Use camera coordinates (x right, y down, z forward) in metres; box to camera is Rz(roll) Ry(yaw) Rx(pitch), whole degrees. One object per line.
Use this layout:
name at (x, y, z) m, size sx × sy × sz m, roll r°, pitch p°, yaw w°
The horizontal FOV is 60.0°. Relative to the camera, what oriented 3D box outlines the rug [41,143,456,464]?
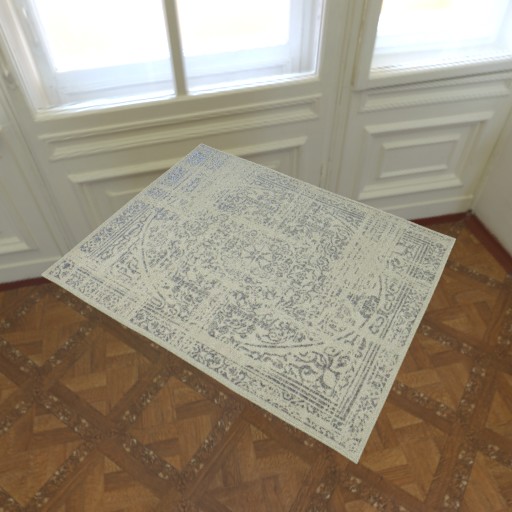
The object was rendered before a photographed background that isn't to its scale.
rug at (0.000, 0.000, 3.930) m, size 2.921 × 0.032 × 2.311 m, roll 25°, pitch 53°, yaw 21°
